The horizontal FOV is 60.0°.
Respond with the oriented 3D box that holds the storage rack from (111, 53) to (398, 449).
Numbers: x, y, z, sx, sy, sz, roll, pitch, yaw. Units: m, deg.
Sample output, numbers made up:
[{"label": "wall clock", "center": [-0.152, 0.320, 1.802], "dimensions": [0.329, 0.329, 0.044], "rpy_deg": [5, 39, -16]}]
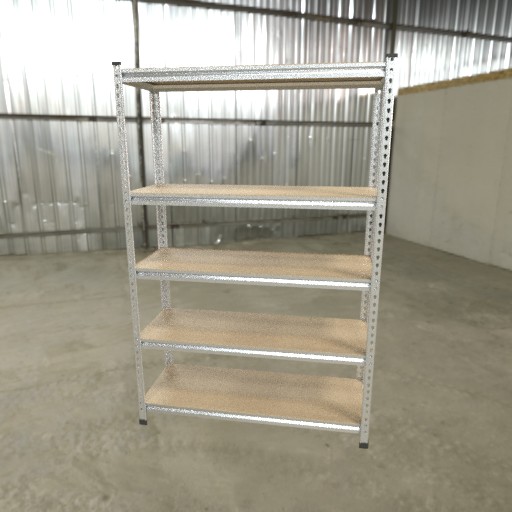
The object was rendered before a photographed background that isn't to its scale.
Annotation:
[{"label": "storage rack", "center": [0.000, 0.000, 2.299], "dimensions": [1.219, 1.829, 0.457], "rpy_deg": [2, 15, 9]}]
